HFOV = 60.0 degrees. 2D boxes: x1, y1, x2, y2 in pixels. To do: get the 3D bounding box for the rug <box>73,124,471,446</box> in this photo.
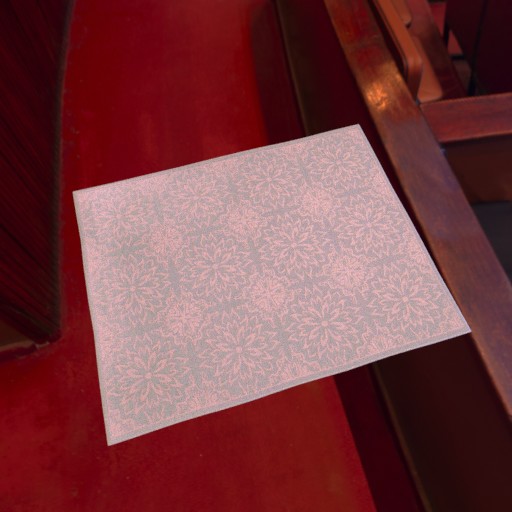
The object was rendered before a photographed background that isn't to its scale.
[{"bbox_3d":[0.000,0.000,3.956,2.980,0.012,2.363,-15,64,-8],"label":"rug"}]
